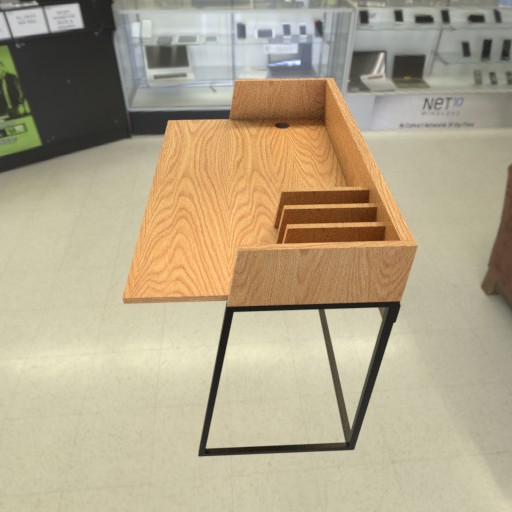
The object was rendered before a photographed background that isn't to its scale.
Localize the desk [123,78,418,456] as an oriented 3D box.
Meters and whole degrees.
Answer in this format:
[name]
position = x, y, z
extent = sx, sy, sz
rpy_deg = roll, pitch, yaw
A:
[desk]
position = 0.000, 0.000, 1.873
extent = 0.769, 1.061, 1.191
rpy_deg = -2, 41, -2
